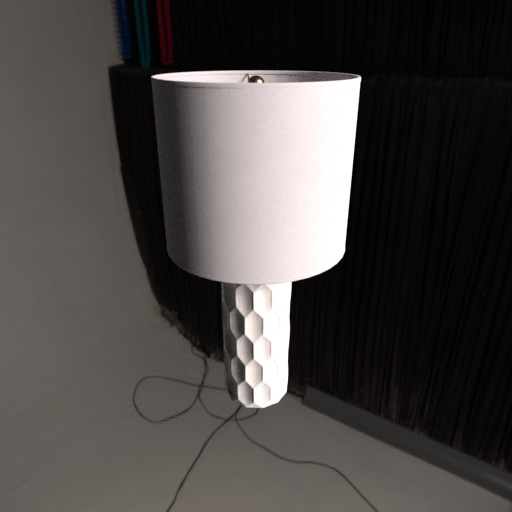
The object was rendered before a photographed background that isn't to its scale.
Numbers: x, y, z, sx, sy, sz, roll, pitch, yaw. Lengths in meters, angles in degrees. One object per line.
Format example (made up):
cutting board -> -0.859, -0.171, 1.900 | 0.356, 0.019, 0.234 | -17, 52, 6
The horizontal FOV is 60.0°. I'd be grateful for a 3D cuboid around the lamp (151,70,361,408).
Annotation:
lamp -> 0.000, 0.000, 0.710 | 0.277, 0.537, 0.277 | 15, 29, 29
